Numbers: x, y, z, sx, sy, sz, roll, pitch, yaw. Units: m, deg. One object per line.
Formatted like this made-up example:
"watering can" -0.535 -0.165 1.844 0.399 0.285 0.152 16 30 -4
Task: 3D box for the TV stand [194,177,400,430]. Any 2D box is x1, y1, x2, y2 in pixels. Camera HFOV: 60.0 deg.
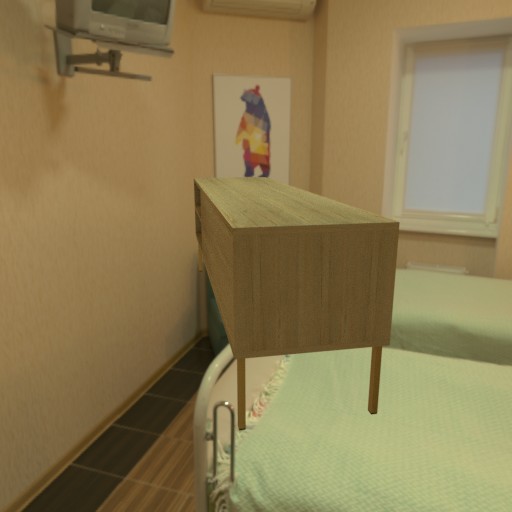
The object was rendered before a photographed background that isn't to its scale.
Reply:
"TV stand" 0.000 0.000 1.895 0.420 0.550 1.600 -3 14 -11
